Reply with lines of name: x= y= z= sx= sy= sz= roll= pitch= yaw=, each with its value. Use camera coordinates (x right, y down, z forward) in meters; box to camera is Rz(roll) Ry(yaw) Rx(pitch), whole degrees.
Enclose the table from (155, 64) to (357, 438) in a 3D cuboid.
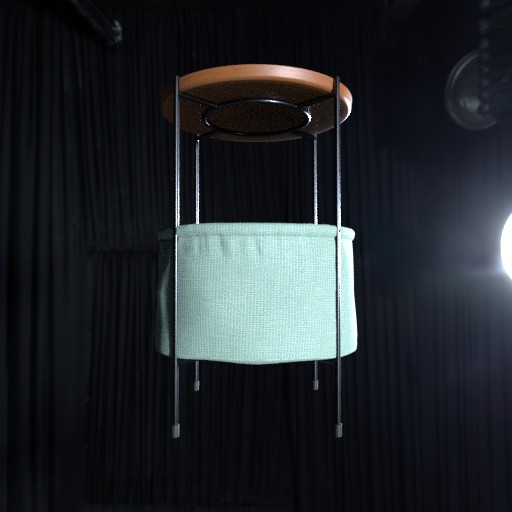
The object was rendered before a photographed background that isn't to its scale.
table: x=0.000 y=0.000 z=0.906 sx=0.400 sy=0.623 sz=0.400 roll=0 pitch=-1 yaw=0
